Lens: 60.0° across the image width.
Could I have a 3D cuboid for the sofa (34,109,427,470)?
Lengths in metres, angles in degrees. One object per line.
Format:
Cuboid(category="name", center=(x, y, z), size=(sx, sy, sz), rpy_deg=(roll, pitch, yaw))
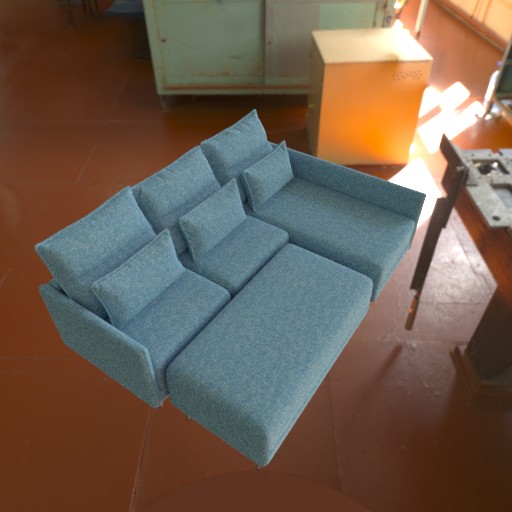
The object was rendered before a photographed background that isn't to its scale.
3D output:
Cuboid(category="sofa", center=(0.000, 0.000, 2.774), size=(1.420, 0.899, 2.034), rpy_deg=(25, 48, 25))
